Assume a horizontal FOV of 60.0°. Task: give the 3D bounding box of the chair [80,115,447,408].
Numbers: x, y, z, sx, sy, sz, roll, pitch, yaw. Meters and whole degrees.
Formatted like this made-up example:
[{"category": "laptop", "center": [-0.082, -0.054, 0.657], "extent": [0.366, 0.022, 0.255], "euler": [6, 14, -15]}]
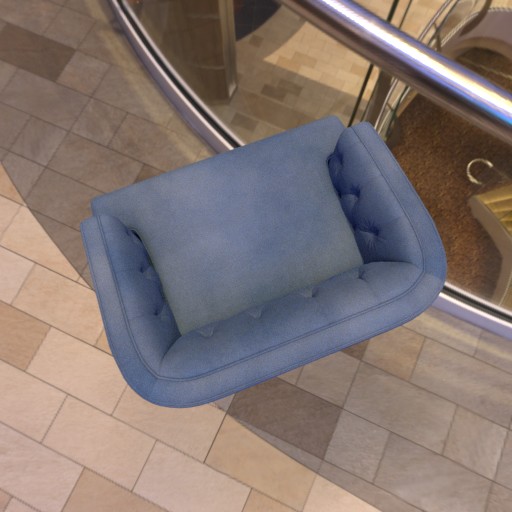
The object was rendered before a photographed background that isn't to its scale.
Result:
[{"category": "chair", "center": [0.000, 0.000, 1.772], "extent": [1.118, 0.787, 0.914], "euler": [-21, 75, -6]}]
